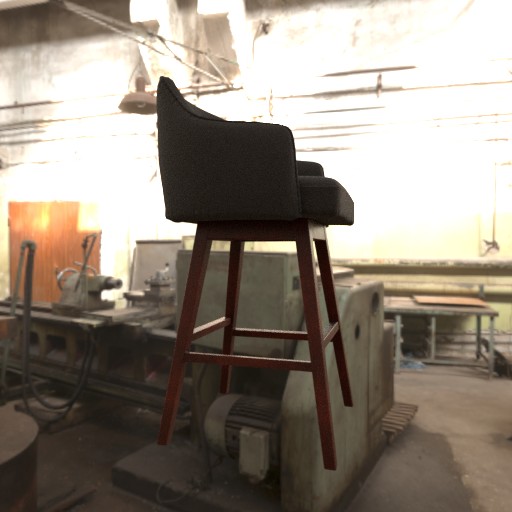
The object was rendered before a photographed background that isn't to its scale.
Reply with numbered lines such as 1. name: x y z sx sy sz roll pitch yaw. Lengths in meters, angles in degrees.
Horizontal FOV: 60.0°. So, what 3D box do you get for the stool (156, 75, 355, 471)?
1. stool: 0.000 0.000 1.351 0.558 1.012 0.548 0 1 17
